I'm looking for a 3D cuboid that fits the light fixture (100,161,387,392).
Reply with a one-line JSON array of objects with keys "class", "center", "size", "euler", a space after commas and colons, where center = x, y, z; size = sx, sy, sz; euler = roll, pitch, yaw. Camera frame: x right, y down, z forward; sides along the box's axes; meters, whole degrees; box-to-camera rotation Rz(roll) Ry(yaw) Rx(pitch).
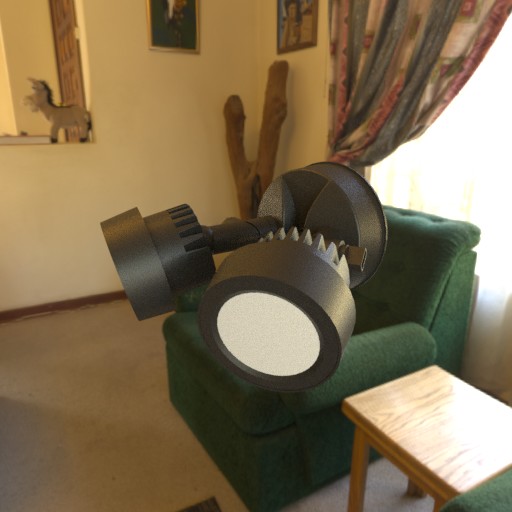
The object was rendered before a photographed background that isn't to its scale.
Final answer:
[{"class": "light fixture", "center": [0.000, 0.000, 0.310], "size": [0.213, 0.120, 0.168], "euler": [16, 23, 42]}]
